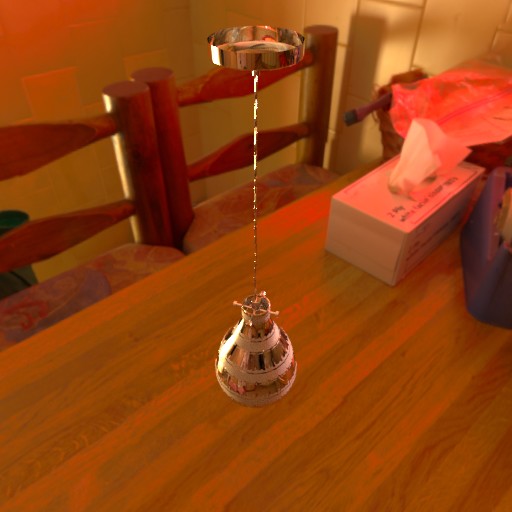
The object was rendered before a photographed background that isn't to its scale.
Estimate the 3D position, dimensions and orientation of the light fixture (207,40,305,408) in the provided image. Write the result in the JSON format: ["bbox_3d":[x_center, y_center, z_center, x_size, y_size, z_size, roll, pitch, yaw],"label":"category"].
[{"bbox_3d":[0.000,0.000,1.602,0.374,1.457,0.374,12,42,14],"label":"light fixture"}]
